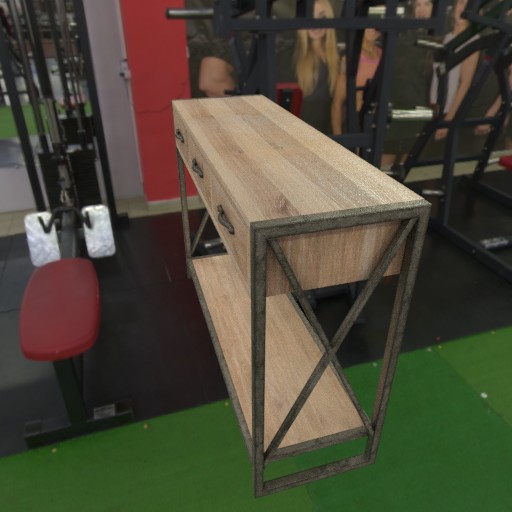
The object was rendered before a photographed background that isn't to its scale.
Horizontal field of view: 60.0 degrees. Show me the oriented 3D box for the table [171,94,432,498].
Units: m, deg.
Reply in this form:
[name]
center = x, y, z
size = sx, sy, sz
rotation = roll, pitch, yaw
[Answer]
[table]
center = 0.000, 0.000, 1.394
size = 0.361, 0.763, 1.059
rotation = -9, 32, -14
